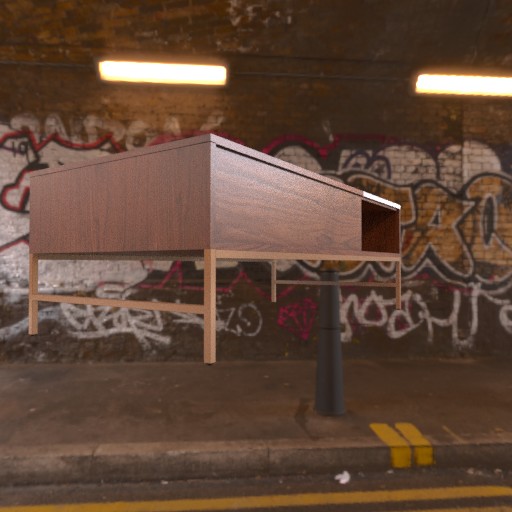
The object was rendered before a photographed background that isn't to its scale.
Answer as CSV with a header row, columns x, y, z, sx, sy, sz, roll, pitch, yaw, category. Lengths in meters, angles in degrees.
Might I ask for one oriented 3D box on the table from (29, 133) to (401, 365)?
x,y,z,sx,sy,sz,roll,pitch,yaw,category
0.000,0.000,1.911,0.789,0.551,1.553,-1,-1,34,table
